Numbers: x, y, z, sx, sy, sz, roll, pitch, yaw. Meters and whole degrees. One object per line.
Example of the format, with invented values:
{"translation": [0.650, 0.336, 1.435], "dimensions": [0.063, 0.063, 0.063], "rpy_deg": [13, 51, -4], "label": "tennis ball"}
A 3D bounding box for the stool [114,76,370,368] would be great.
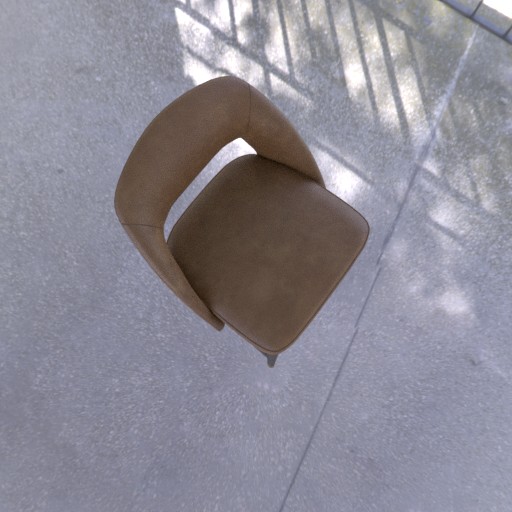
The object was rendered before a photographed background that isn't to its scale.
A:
{"translation": [0.000, 0.000, 1.339], "dimensions": [0.509, 1.037, 0.494], "rpy_deg": [37, 79, 8], "label": "stool"}
